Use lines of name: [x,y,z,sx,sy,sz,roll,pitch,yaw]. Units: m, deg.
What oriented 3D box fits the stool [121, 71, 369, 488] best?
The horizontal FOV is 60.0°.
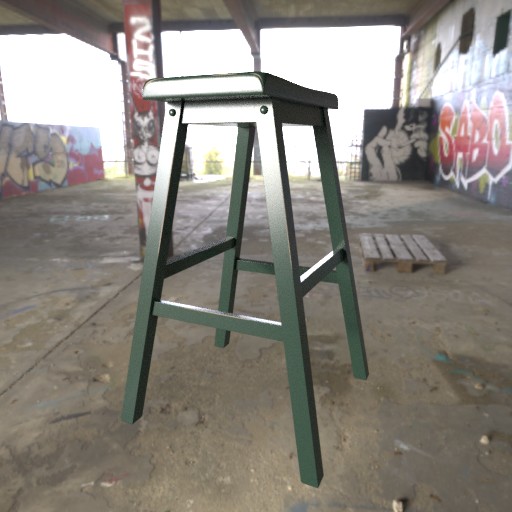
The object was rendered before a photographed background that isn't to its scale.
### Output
stool: [0.000,0.000,1.032,0.476,0.737,0.457,7,16,25]
